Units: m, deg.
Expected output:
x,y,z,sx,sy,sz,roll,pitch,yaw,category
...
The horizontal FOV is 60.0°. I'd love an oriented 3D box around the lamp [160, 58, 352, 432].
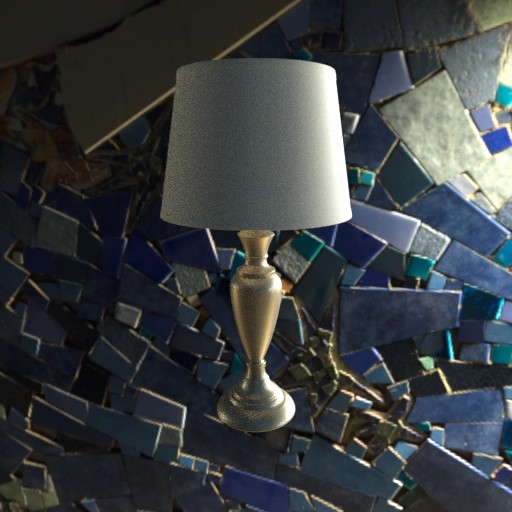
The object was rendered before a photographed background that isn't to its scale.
x,y,z,sx,sy,sz,roll,pitch,yaw,category
0.000,0.000,0.793,0.328,0.612,0.328,0,14,0,lamp
